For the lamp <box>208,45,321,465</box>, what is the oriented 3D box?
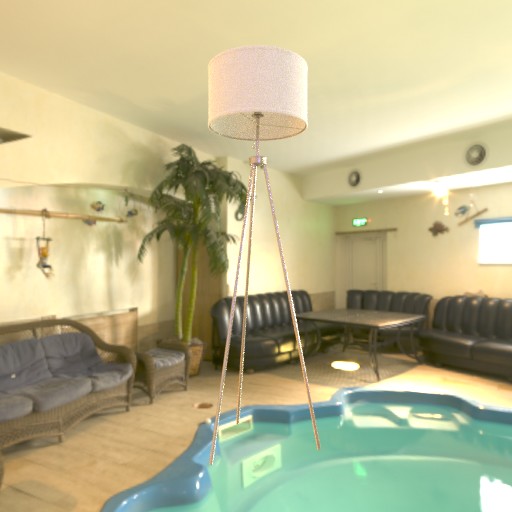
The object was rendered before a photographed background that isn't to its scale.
[{"bbox_3d":[0.000,0.000,1.799,0.448,1.545,0.458,0,-1,36],"label":"lamp"}]
